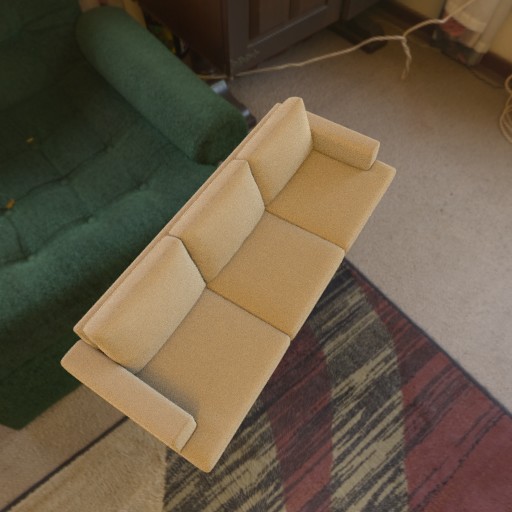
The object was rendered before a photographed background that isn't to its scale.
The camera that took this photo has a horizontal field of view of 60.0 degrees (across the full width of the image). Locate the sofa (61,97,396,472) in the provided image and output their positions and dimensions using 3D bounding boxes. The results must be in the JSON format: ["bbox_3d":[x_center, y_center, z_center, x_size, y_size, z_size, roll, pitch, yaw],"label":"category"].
[{"bbox_3d":[0.000,0.000,2.752,0.920,0.810,2.310,29,63,16],"label":"sofa"}]
